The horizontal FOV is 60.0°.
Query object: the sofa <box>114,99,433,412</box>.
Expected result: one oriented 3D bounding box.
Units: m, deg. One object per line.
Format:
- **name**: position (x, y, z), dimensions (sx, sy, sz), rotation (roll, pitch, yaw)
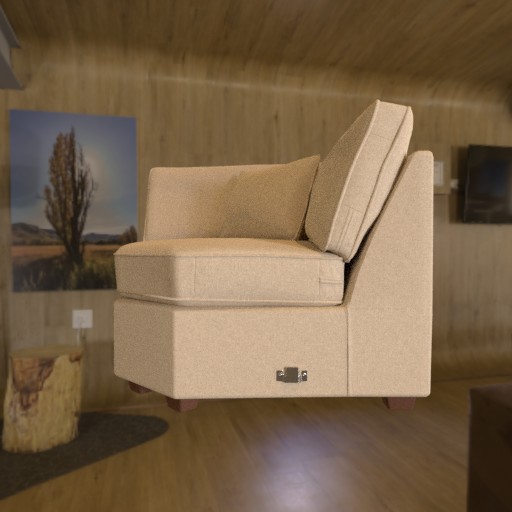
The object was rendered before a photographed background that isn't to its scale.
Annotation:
- **sofa**: position (0.000, 0.000, 1.790), dimensions (1.050, 0.937, 1.042), rotation (0, 1, 1)
